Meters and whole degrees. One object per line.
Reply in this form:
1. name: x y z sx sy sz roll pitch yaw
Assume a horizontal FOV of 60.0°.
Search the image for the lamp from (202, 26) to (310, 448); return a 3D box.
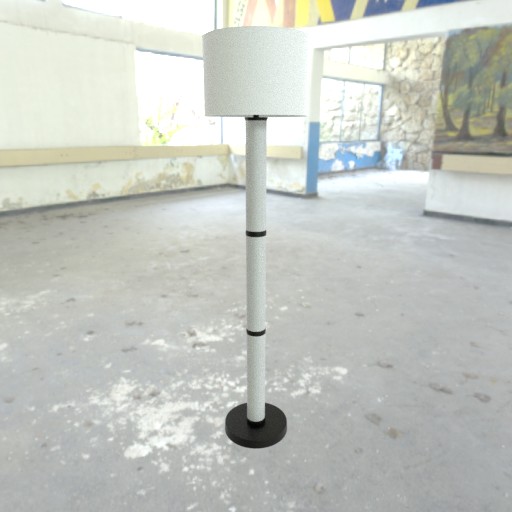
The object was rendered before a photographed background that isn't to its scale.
1. lamp: 0.000 0.000 1.768 0.377 1.599 0.377 15 22 41
